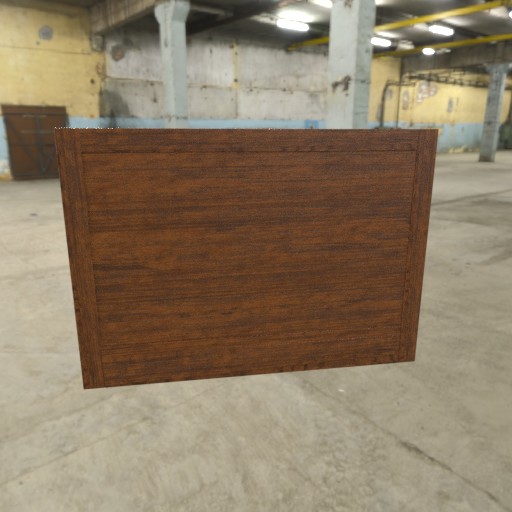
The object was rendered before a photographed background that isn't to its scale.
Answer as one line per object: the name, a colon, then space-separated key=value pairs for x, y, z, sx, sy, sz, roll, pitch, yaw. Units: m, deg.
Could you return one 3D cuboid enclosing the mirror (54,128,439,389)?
mirror: x=0.000 y=0.000 z=0.973 sx=0.758 sy=0.537 sz=0.084 roll=-2 pitch=15 yaw=-9
